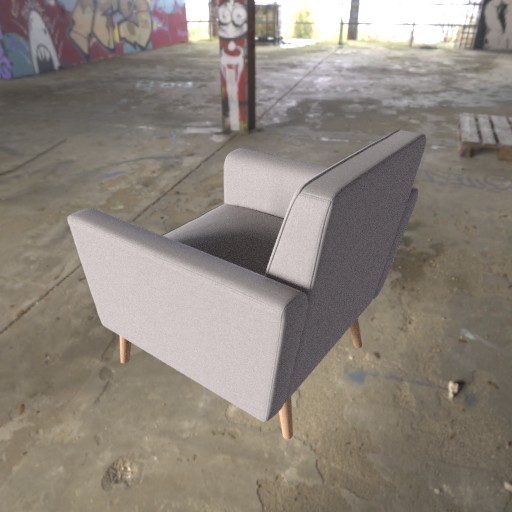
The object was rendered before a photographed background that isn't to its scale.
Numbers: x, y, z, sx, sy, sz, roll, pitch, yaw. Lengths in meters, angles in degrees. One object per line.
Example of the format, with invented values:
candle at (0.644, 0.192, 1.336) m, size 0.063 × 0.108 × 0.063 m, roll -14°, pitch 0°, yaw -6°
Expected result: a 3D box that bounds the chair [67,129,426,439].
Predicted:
chair at (0.000, 0.000, 1.388) m, size 0.750 × 0.780 × 0.780 m, roll 21°, pitch 36°, yaw 31°
